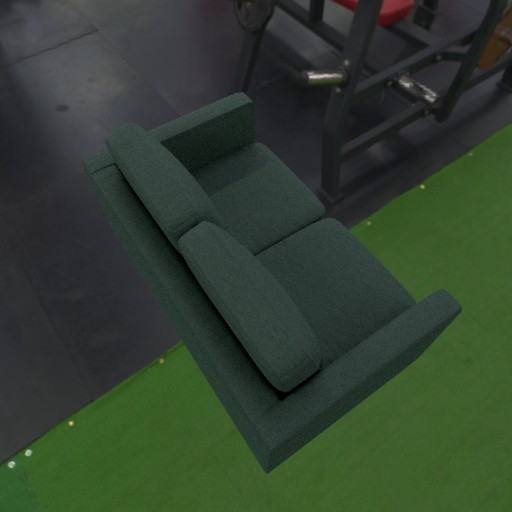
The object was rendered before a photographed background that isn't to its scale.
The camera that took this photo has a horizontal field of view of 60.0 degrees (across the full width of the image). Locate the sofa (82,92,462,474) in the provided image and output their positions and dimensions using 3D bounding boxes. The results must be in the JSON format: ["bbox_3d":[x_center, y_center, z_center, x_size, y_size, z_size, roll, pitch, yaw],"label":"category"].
[{"bbox_3d":[0.000,0.000,1.945,0.879,0.899,1.430,-30,63,-17],"label":"sofa"}]
